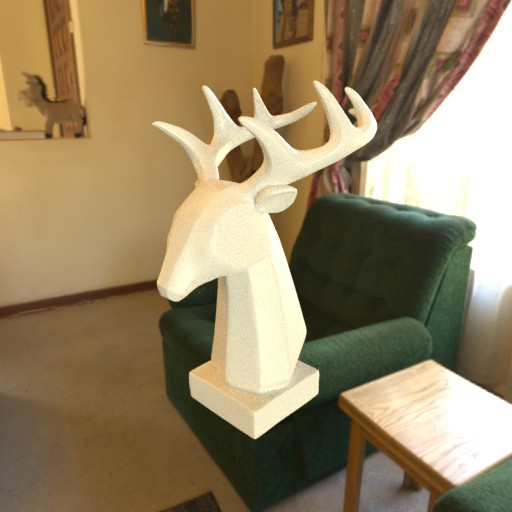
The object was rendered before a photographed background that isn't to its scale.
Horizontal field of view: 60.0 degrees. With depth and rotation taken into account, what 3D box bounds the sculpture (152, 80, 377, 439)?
[{"bbox_3d":[0.000,0.000,0.447,0.174,0.329,0.224,16,24,42],"label":"sculpture"}]
